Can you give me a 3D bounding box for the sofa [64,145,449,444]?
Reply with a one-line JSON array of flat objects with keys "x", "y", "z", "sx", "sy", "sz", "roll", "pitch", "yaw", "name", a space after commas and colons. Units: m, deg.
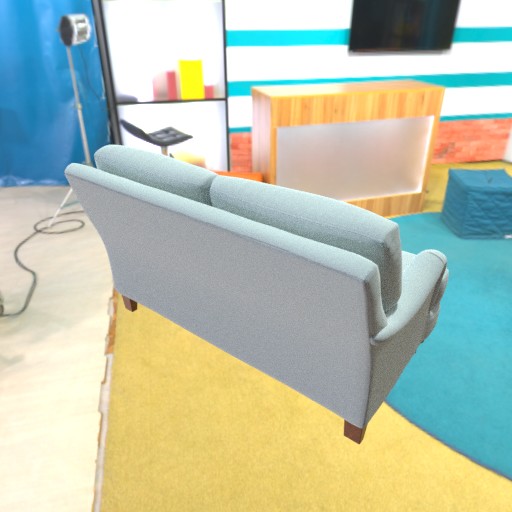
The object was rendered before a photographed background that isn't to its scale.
[{"x": 0.000, "y": 0.000, "z": 2.461, "sx": 1.853, "sy": 1.101, "sz": 1.084, "roll": 21, "pitch": 35, "yaw": 33, "name": "sofa"}]
